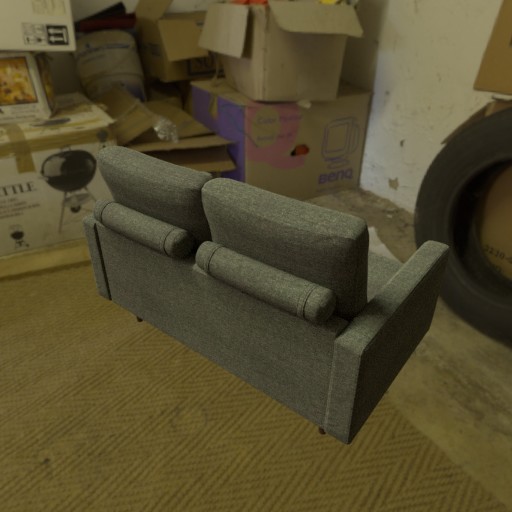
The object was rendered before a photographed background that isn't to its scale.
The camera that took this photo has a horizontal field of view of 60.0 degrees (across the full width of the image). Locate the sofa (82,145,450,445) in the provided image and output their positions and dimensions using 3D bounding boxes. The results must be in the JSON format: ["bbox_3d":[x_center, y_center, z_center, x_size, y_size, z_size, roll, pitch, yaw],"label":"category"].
[{"bbox_3d":[0.000,0.000,1.955,1.407,0.907,0.842,22,37,32],"label":"sofa"}]
